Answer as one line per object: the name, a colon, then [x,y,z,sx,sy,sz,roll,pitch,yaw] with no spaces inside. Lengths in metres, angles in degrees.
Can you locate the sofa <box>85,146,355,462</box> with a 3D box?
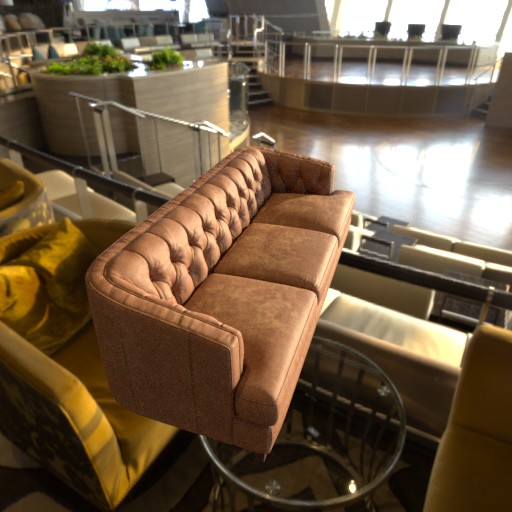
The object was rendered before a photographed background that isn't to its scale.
sofa: [0.000,0.000,2.709,0.922,0.791,2.257,9,31,16]
